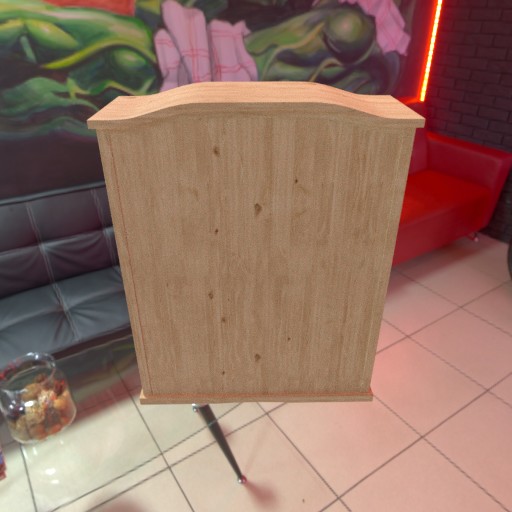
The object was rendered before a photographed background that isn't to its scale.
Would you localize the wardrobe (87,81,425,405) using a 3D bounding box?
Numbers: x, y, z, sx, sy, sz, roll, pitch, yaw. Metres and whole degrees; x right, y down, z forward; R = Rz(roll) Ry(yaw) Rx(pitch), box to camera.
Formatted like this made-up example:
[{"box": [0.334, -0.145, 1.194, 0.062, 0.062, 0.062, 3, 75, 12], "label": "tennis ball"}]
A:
[{"box": [0.000, 0.000, 2.639, 1.500, 1.870, 0.570, -1, 30, -1], "label": "wardrobe"}]
